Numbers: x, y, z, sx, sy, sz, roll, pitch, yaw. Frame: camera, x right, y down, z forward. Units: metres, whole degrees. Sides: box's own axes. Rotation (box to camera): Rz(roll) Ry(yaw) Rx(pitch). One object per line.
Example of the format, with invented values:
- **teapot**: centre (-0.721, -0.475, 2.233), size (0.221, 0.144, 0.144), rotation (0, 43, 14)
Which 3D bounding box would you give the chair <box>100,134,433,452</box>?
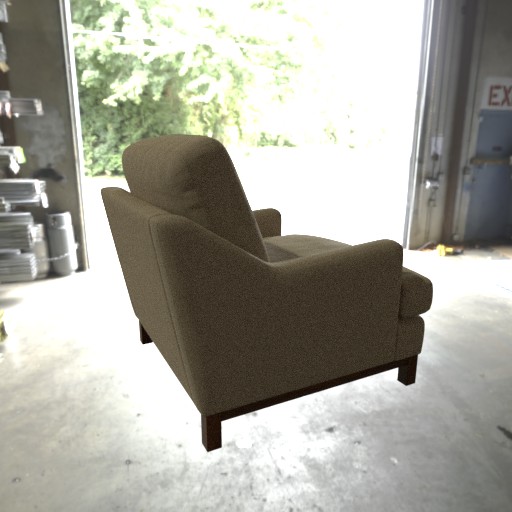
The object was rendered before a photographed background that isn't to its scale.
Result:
- **chair**: centre (0.000, 0.000, 1.732), size (1.001, 0.916, 0.912), rotation (-7, 16, -26)
